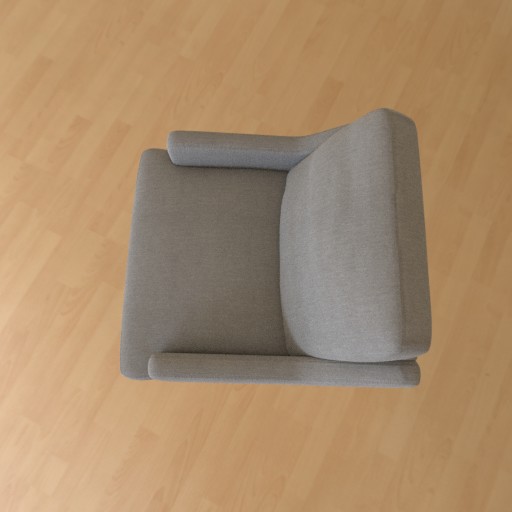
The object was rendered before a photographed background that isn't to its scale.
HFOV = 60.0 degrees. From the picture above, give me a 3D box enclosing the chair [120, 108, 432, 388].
[{"bbox_3d":[0.000,0.000,1.484,0.892,0.821,0.826,1,76,0],"label":"chair"}]
